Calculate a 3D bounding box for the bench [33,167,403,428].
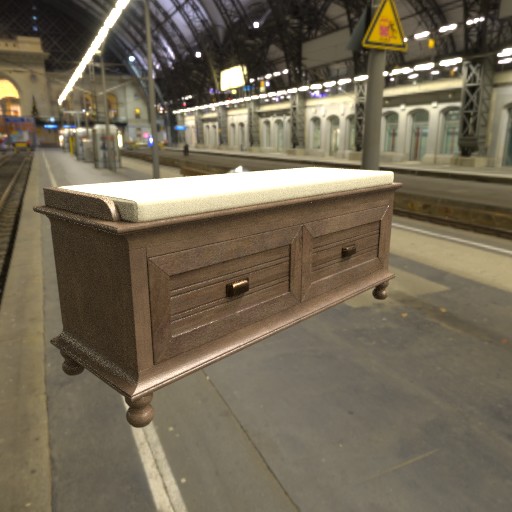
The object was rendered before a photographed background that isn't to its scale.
[{"bbox_3d":[0.000,0.000,1.430,0.402,0.501,1.185,14,20,41],"label":"bench"}]
